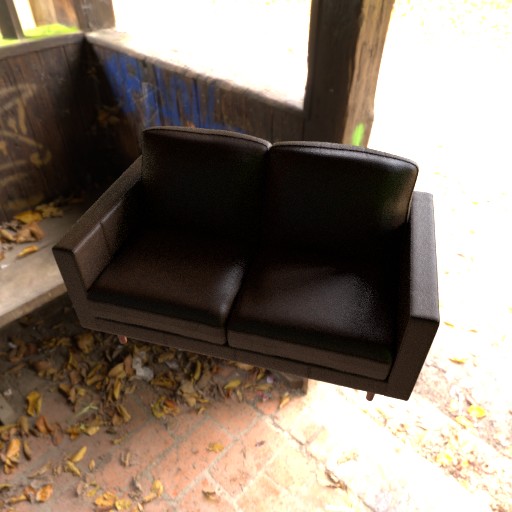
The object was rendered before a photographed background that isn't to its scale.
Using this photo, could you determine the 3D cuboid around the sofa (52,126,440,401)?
[{"bbox_3d":[0.000,0.000,2.153,1.578,0.951,0.909,10,42,11],"label":"sofa"}]
